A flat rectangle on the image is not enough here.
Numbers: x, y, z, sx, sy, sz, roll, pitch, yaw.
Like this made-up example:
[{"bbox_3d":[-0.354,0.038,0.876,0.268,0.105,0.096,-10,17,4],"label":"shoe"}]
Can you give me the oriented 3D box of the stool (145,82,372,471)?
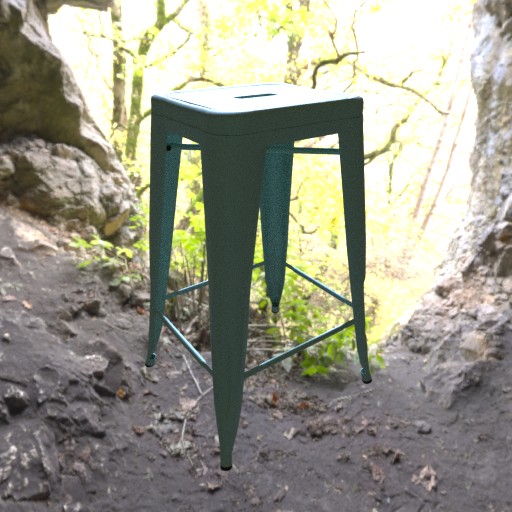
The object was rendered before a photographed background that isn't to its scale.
[{"bbox_3d":[0.000,0.000,0.881,0.399,0.609,0.359,-19,33,-31],"label":"stool"}]
